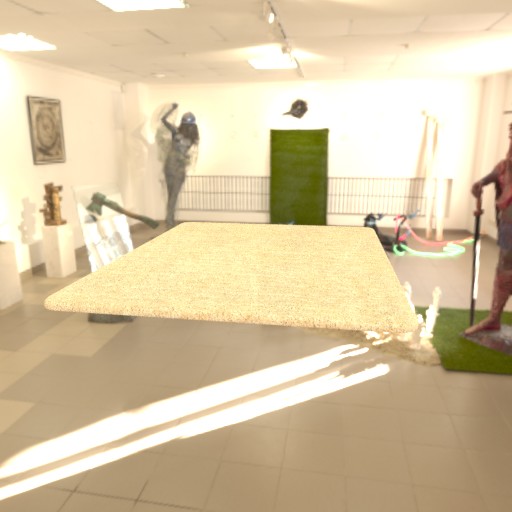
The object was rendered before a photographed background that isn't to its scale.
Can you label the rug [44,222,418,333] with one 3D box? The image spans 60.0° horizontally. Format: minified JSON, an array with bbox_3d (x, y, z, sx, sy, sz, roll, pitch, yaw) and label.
[{"bbox_3d":[0.000,0.000,3.461,2.009,0.048,2.528,2,15,9],"label":"rug"}]
